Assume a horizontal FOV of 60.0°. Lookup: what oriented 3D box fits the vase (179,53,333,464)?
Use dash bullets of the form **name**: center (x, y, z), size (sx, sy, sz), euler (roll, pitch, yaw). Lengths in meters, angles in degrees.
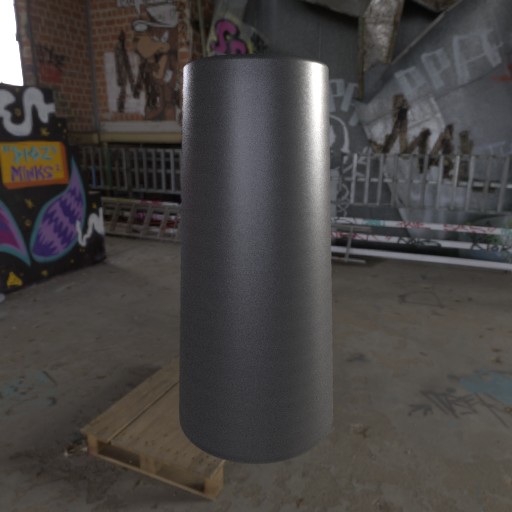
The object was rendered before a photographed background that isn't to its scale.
- **vase**: center (0.000, 0.000, 0.363), size (0.136, 0.289, 0.136), euler (14, 20, 43)
